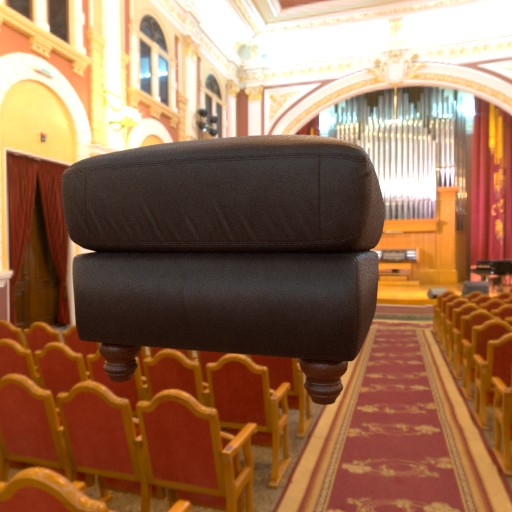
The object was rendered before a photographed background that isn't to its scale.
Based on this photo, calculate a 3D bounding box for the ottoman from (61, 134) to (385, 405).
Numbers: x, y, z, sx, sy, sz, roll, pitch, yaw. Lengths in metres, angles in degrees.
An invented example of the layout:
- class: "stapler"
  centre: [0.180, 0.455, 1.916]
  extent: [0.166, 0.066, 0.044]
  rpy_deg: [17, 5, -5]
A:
- class: "ottoman"
  centre: [0.000, 0.000, 1.237]
  extent: [0.670, 0.569, 0.806]
  rpy_deg: [0, 1, 18]
